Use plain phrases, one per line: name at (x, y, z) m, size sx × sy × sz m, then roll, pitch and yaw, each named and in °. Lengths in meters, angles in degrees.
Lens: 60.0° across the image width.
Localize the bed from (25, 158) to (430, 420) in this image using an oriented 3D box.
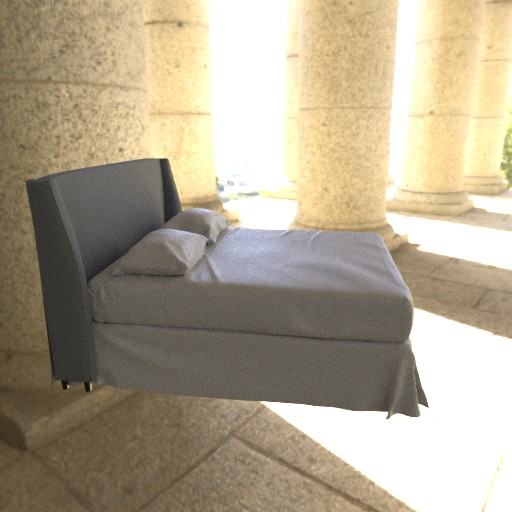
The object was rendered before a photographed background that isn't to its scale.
bed at (0.000, 0.000, 3.313) m, size 2.276 × 1.332 × 1.925 m, roll 2°, pitch 16°, yaw 9°
